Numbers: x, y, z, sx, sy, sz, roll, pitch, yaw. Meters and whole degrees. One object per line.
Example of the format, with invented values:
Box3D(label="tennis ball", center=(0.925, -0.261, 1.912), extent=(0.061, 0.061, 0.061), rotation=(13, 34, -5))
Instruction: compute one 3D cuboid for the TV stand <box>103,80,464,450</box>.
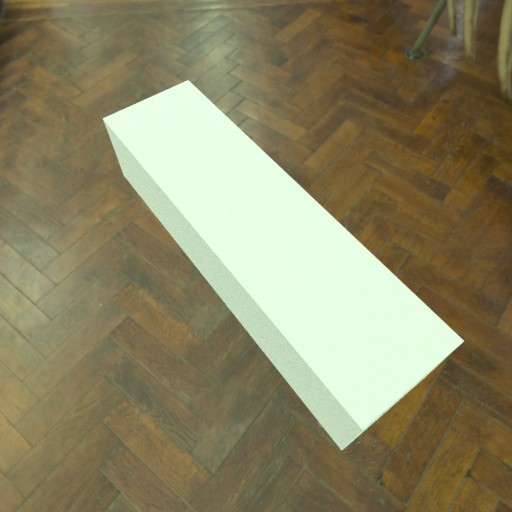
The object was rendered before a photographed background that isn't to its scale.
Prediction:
Box3D(label="TV stand", center=(0.000, 0.000, 1.679), extent=(0.401, 0.560, 1.398), rotation=(-32, 63, -19))
